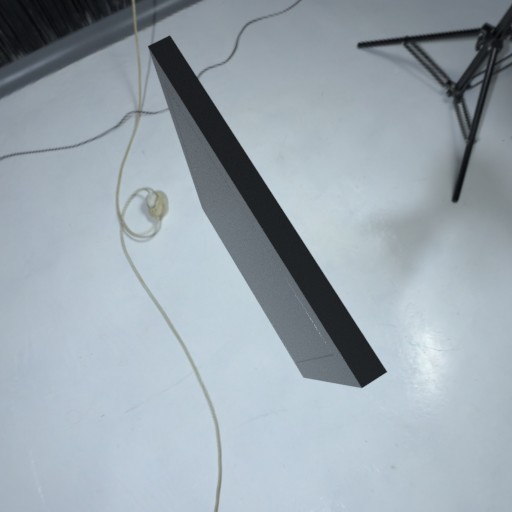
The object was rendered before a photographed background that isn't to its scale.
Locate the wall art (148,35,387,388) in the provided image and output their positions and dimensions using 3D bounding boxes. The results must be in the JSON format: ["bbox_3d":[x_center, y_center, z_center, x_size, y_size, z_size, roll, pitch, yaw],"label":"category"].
[{"bbox_3d":[0.000,0.000,0.759,0.031,0.558,0.461,-30,78,-7],"label":"wall art"}]
